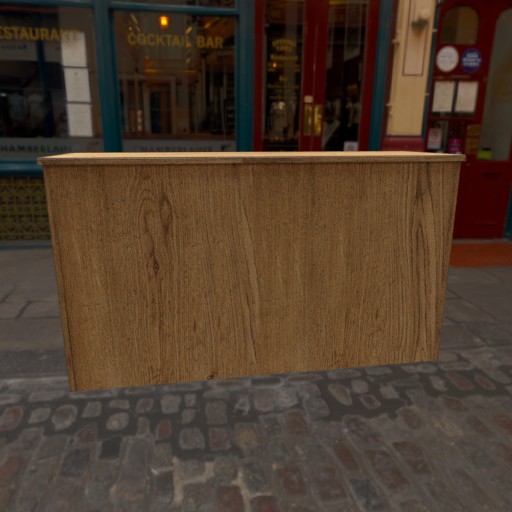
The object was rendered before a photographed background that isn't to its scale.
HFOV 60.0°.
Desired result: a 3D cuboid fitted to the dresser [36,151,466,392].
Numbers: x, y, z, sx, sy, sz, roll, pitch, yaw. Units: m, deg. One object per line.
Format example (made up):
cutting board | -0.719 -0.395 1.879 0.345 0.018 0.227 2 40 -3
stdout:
dresser | 0.000 0.000 2.074 1.657 0.932 0.563 -2 15 -9
